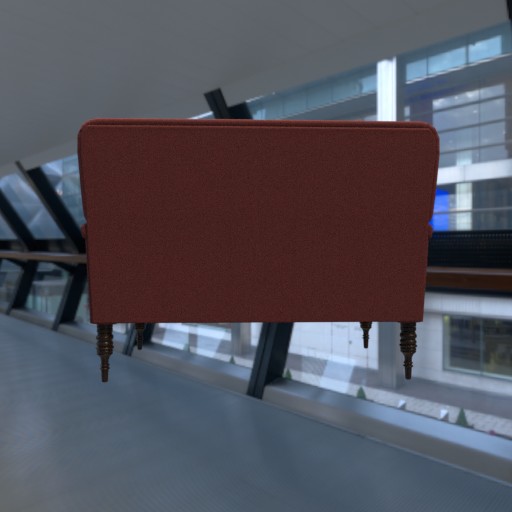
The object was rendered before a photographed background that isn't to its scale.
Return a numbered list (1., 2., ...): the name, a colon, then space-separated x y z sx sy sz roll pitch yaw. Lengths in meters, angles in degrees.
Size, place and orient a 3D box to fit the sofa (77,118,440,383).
1. sofa: 0.000 0.000 1.814 1.297 0.889 0.779 0 0 -2
